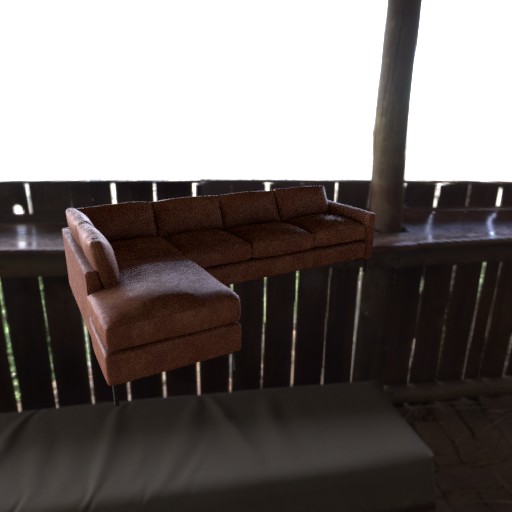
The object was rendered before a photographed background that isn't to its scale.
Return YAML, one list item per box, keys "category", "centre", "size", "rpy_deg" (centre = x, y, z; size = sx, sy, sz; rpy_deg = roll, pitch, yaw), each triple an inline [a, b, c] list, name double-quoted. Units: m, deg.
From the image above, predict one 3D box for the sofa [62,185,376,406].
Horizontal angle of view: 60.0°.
- category: "sofa"
  centre: [0.000, 0.000, 3.918]
  size: [2.984, 0.877, 1.938]
  rpy_deg: [-10, 20, -28]
